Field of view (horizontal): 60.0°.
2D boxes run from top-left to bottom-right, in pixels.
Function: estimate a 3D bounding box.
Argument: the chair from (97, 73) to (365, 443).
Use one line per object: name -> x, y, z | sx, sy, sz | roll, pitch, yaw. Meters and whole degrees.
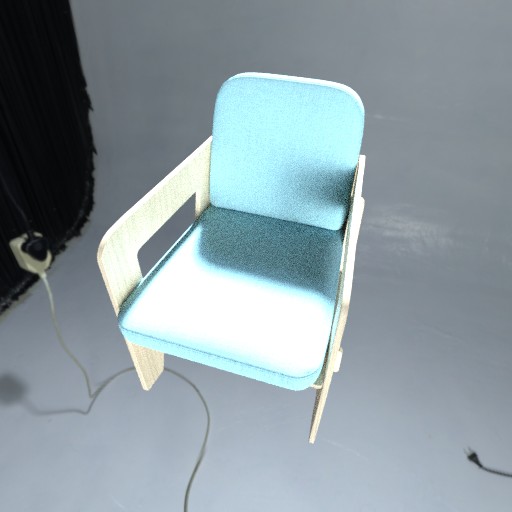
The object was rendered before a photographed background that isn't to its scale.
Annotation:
chair -> 0.000, 0.000, 1.272 | 0.590, 0.800, 0.710 | 13, 43, 14
